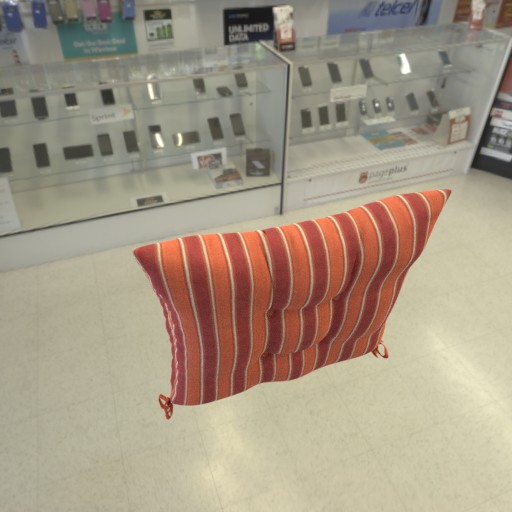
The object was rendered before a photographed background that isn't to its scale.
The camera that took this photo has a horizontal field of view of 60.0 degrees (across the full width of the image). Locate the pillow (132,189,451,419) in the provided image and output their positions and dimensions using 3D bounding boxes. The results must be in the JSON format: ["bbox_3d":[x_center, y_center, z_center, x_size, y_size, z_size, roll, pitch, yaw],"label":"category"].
[{"bbox_3d":[0.000,0.000,0.993,0.541,0.536,0.585,-12,41,-14],"label":"pillow"}]
